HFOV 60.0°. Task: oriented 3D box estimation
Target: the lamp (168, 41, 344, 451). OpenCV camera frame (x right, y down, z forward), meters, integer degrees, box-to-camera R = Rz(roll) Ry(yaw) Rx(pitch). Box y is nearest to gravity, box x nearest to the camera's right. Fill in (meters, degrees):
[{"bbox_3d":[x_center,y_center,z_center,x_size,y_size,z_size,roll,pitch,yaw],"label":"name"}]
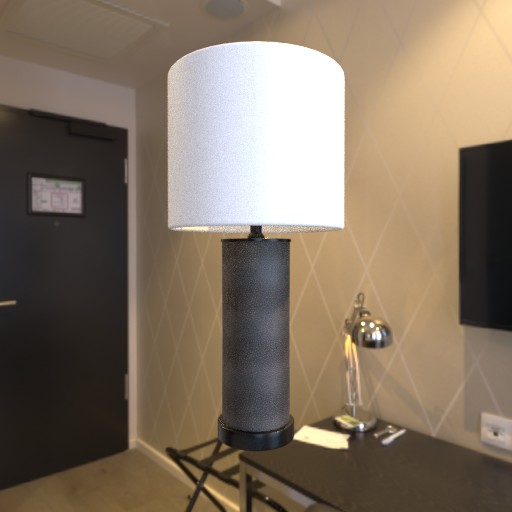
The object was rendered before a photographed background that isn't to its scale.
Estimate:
[{"bbox_3d":[0.000,0.000,0.784,0.305,0.634,0.305,0,1,18],"label":"lamp"}]
